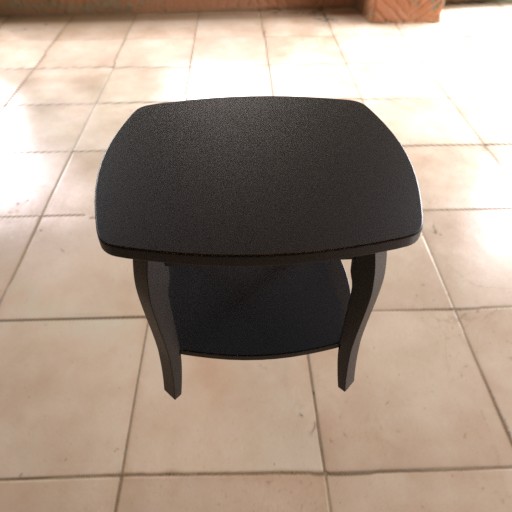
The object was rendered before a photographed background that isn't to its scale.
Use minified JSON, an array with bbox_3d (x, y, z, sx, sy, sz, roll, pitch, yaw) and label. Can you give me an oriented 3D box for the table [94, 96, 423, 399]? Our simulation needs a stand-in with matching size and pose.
[{"bbox_3d":[0.000,0.000,0.892,0.508,0.457,0.457,-2,45,-2],"label":"table"}]
